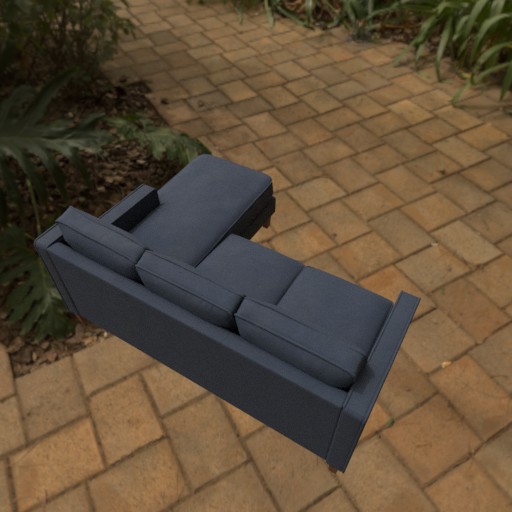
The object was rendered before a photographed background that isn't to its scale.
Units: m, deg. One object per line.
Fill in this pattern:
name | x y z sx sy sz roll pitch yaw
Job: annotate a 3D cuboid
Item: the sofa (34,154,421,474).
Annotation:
sofa | 0.000 0.000 3.253 2.317 1.066 1.858 24 51 21
